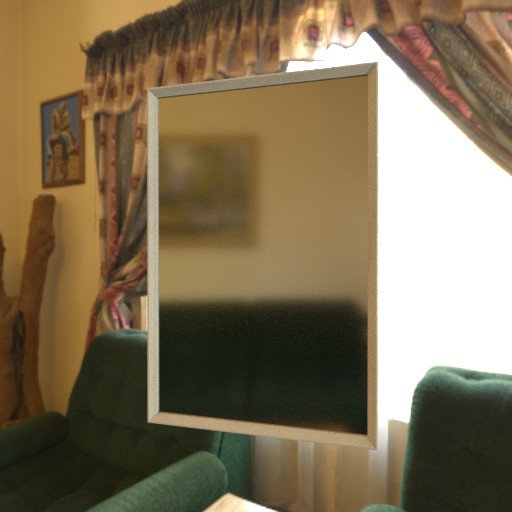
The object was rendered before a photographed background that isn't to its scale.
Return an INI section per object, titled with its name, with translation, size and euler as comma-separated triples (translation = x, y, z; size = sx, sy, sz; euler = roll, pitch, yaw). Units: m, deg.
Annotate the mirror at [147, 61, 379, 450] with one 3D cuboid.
[mirror]
translation = 0.000, 0.000, 1.146
size = 0.609, 0.915, 0.041
euler = 0, 0, 16
